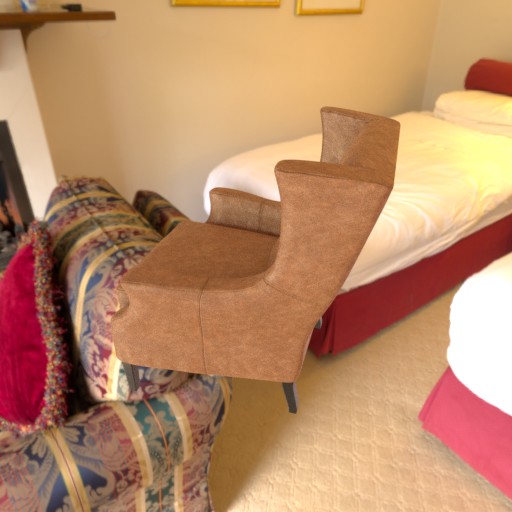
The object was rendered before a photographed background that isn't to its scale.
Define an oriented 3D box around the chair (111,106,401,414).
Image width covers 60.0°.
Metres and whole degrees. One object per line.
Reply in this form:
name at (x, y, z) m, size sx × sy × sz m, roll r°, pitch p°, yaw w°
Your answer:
chair at (0.000, 0.000, 1.739) m, size 0.926 × 1.016 × 0.853 m, roll 9°, pitch 32°, yaw 15°
